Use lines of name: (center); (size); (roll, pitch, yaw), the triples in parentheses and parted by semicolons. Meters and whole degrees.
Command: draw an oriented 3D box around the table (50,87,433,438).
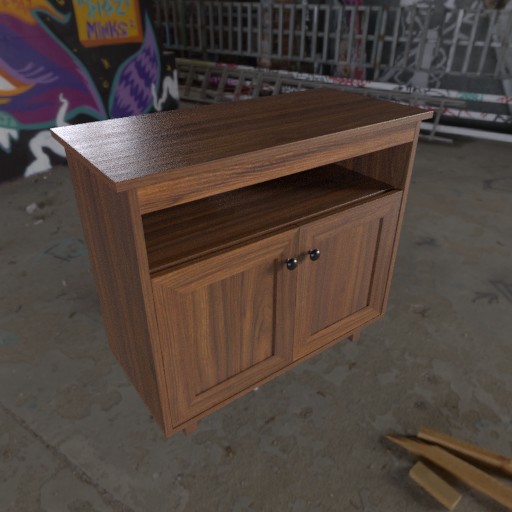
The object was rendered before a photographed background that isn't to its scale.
table: (0.000, 0.000, 1.196); (0.802, 0.725, 0.390); (-20, 37, -30)
